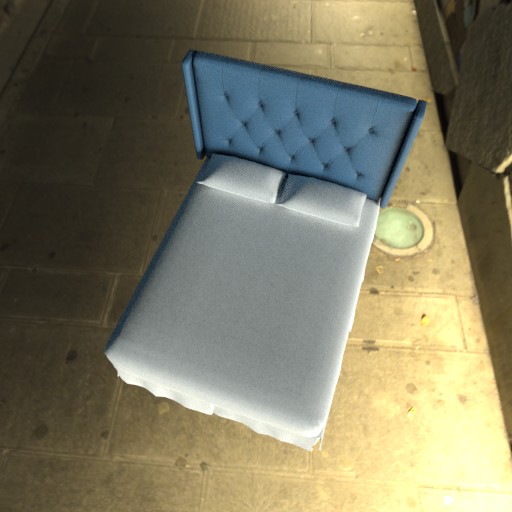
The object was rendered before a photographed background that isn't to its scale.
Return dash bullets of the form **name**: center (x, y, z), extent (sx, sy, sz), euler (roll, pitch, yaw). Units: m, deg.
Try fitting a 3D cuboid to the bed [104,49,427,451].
- **bed**: center (0.000, 0.000, 3.250), extent (1.719, 1.665, 2.078), euler (17, 61, 10)
